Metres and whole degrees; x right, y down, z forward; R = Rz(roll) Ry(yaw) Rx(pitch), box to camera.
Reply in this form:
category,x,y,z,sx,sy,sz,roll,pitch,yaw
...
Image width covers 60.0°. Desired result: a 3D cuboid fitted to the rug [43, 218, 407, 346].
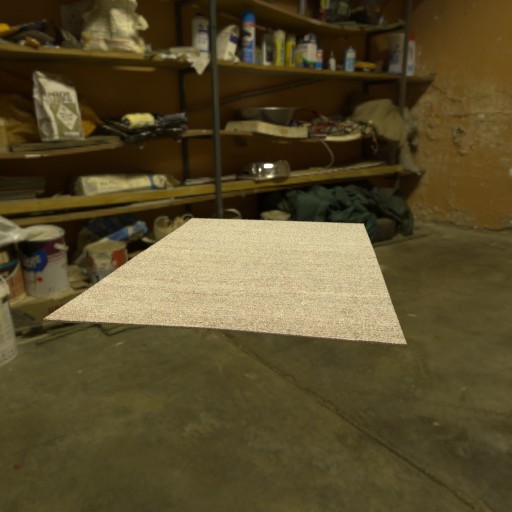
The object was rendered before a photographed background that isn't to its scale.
category,x,y,z,sx,sy,sz,roll,pitch,yaw
rug,0.000,0.000,3.011,1.609,0.030,2.342,3,17,9
